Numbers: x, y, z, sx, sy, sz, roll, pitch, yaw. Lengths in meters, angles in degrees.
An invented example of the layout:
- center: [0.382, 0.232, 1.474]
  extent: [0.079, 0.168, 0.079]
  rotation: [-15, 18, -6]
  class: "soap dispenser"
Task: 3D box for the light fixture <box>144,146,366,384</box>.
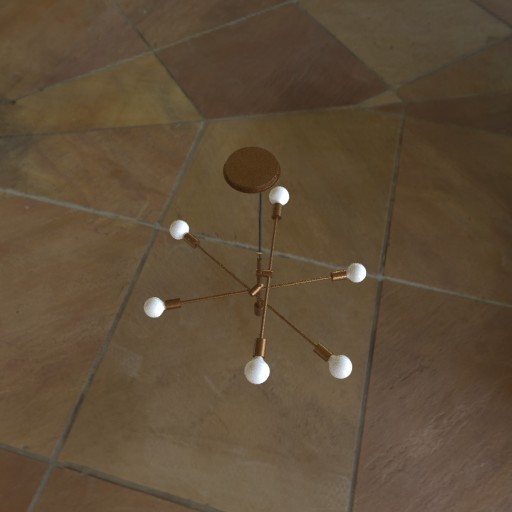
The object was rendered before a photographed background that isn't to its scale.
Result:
- center: [0.000, 0.000, 1.244]
  extent: [0.682, 0.744, 0.637]
  rotation: [16, 61, 9]
  class: "light fixture"
